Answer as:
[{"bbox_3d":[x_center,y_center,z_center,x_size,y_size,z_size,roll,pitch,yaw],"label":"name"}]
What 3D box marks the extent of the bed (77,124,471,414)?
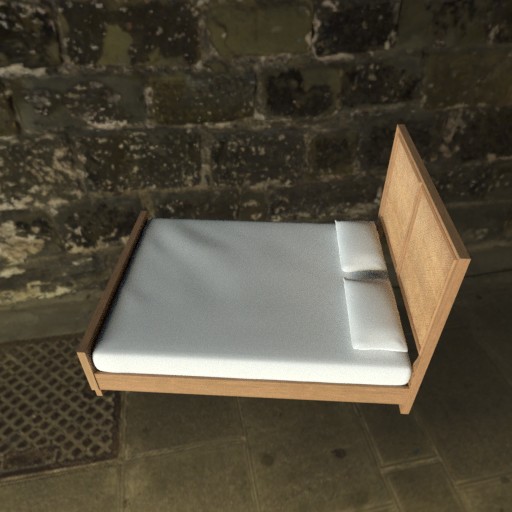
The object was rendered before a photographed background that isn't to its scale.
[{"bbox_3d":[0.000,0.000,3.262,2.184,1.387,1.606,2,40,2],"label":"bed"}]
